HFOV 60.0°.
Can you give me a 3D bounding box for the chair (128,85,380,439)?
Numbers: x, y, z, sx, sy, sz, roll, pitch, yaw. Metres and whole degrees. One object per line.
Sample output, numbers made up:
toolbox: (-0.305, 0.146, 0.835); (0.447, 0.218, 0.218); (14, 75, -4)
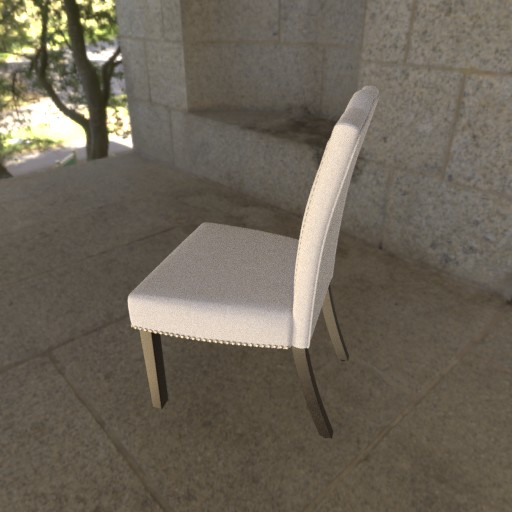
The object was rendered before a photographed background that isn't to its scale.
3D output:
chair: (0.000, 0.000, 1.305); (0.589, 0.946, 0.518); (9, 30, 16)
